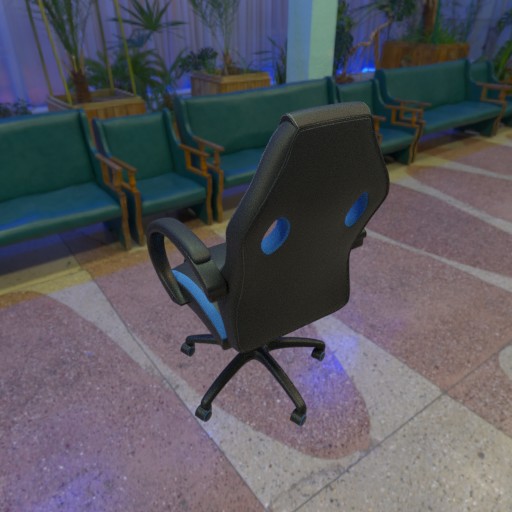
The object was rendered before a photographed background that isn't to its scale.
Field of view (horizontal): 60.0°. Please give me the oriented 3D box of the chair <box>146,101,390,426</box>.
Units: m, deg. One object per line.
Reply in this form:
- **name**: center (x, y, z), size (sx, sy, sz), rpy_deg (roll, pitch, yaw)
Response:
- **chair**: center (0.000, 0.000, 1.646), size (0.673, 1.187, 0.724), rpy_deg (-19, 35, -29)
